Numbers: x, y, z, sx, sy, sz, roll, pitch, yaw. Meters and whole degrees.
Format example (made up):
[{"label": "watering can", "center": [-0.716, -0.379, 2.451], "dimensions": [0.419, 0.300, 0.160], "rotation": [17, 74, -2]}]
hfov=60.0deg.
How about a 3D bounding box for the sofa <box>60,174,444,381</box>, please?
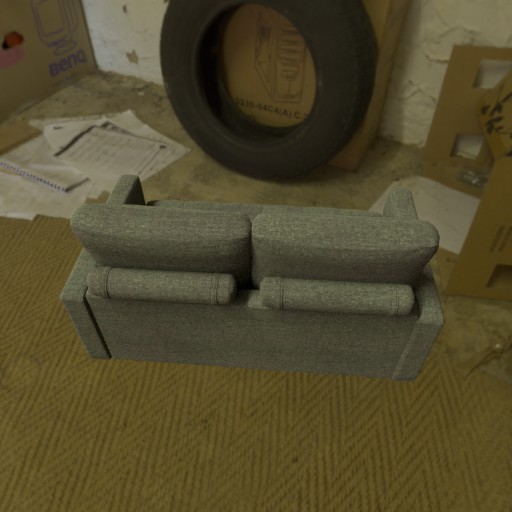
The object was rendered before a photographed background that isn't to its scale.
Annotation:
[{"label": "sofa", "center": [0.000, 0.000, 1.944], "dimensions": [1.407, 0.907, 0.842], "rotation": [3, 46, 3]}]
